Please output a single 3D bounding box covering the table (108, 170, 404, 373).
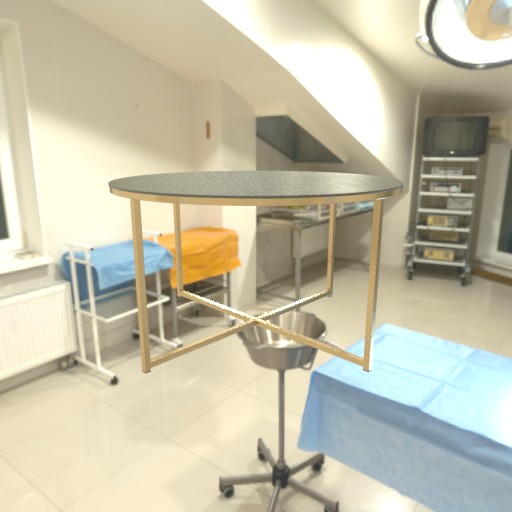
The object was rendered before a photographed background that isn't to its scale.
[{"bbox_3d":[0.000,0.000,1.317,0.800,0.450,0.800,0,14,0],"label":"table"}]
